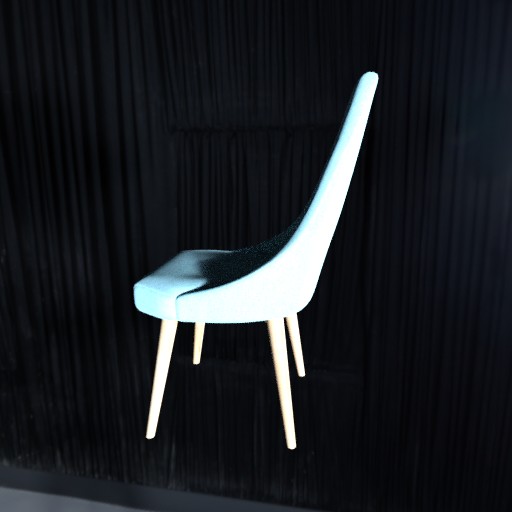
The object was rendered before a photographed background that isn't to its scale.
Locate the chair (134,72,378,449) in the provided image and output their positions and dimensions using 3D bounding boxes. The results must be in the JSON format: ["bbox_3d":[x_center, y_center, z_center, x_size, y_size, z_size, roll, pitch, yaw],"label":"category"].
[{"bbox_3d":[0.000,0.000,1.387,0.660,1.040,0.510,2,15,9],"label":"chair"}]
